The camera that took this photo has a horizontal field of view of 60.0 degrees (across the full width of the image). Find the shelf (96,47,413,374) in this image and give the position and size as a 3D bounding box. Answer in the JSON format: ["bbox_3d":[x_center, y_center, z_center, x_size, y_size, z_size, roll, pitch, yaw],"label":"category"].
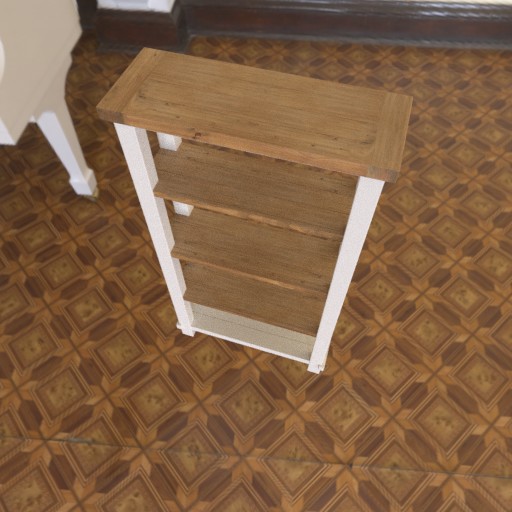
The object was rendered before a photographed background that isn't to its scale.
[{"bbox_3d":[0.000,0.000,2.293,1.022,1.878,0.381,14,57,10],"label":"shelf"}]
